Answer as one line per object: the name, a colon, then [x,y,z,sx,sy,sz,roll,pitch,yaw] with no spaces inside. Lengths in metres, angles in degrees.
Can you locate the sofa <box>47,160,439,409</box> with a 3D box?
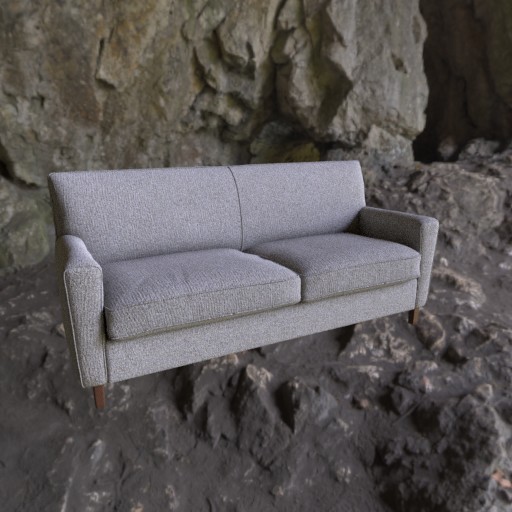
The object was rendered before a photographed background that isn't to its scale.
sofa: [0.000,0.000,2.472,2.026,0.942,0.854,-8,18,-26]
